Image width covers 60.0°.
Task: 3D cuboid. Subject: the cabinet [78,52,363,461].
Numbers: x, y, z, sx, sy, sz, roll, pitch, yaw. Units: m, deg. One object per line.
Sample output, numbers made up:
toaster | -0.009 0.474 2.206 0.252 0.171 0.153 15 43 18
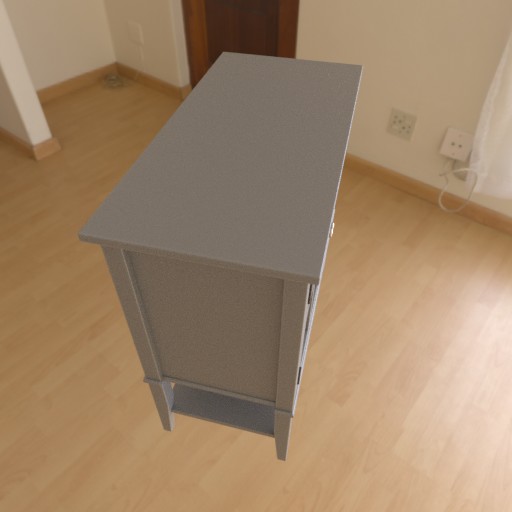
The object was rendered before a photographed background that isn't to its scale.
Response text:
cabinet | 0.000 0.000 1.233 0.396 0.780 0.801 10 46 10
